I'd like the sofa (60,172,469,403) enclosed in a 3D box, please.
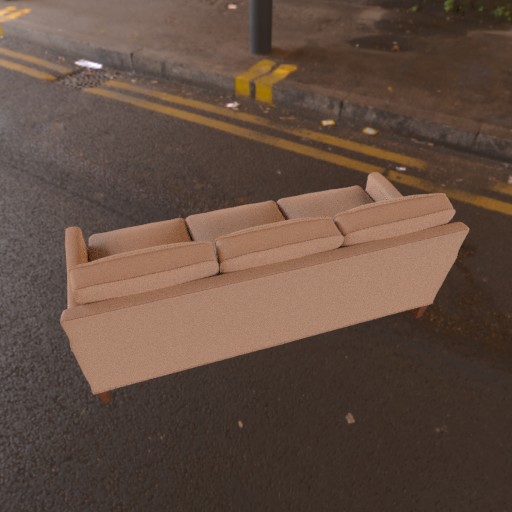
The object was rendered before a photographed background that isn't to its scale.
[{"bbox_3d":[0.000,0.000,2.811,2.246,1.003,1.084,-12,43,-13],"label":"sofa"}]
